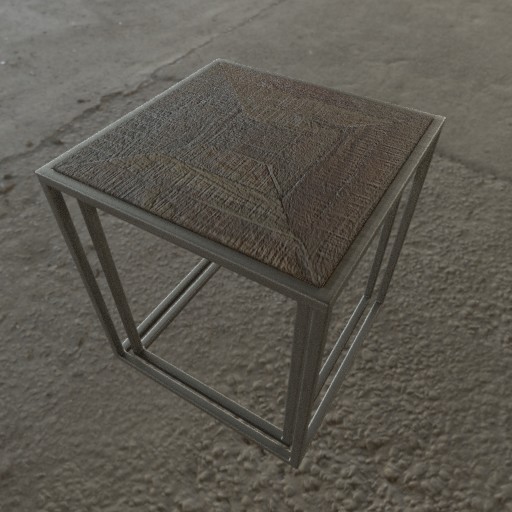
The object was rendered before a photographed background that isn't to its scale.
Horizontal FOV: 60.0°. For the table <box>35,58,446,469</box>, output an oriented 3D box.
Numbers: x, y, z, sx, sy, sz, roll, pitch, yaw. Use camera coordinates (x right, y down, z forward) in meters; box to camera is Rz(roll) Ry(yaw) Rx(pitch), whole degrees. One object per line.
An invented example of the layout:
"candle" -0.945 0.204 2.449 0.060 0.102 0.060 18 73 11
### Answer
"table" 0.000 0.000 0.846 0.450 0.500 0.449 24 51 21
